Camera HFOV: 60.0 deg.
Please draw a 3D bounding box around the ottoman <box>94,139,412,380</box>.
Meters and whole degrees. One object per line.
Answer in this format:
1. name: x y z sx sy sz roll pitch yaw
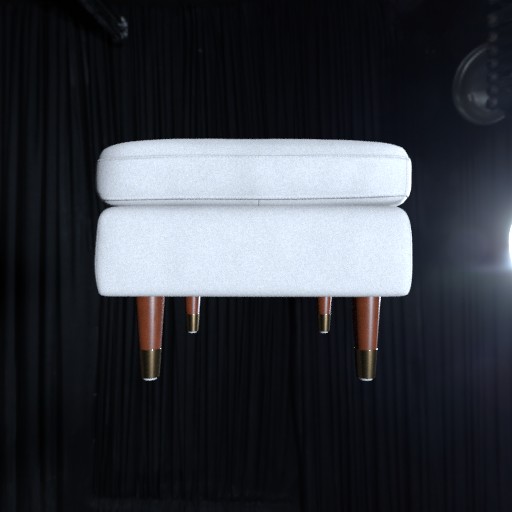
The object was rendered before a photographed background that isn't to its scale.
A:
1. ottoman: 0.000 0.000 1.121 0.593 0.478 0.747 0 0 0
